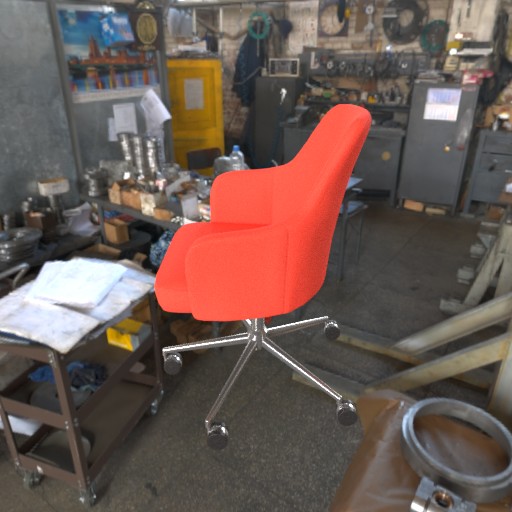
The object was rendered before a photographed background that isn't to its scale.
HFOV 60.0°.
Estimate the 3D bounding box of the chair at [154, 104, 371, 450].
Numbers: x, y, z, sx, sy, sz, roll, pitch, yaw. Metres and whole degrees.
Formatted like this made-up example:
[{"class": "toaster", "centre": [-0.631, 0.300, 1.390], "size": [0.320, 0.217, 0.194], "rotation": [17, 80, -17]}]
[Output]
[{"class": "chair", "centre": [0.000, 0.000, 1.283], "size": [0.600, 0.820, 0.655], "rotation": [0, 25, 1]}]
